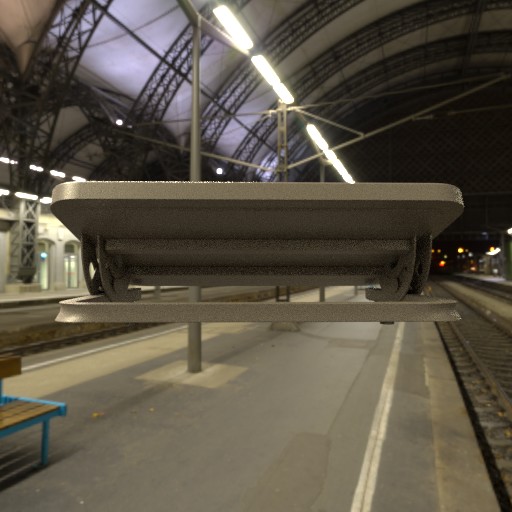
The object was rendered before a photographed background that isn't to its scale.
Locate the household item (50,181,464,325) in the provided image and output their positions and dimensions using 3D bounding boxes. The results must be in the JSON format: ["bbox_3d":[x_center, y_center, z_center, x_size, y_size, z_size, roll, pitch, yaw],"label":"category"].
[{"bbox_3d":[0.000,0.000,0.533,0.390,0.126,0.301,0,-1,-2],"label":"household item"}]
